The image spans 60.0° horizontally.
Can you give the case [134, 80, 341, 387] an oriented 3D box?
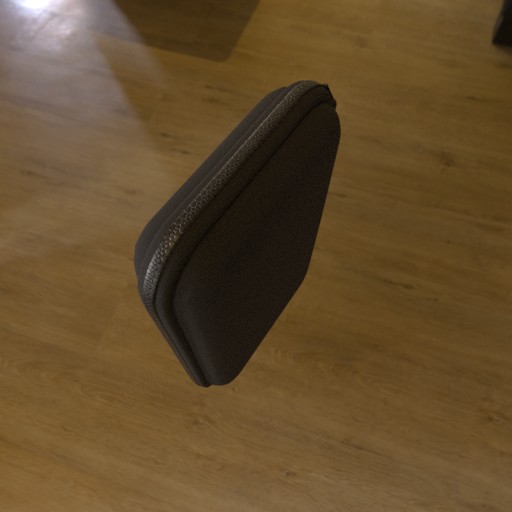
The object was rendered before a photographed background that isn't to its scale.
[{"bbox_3d":[0.000,0.000,0.192,0.030,0.147,0.107,31,67,15],"label":"case"}]
